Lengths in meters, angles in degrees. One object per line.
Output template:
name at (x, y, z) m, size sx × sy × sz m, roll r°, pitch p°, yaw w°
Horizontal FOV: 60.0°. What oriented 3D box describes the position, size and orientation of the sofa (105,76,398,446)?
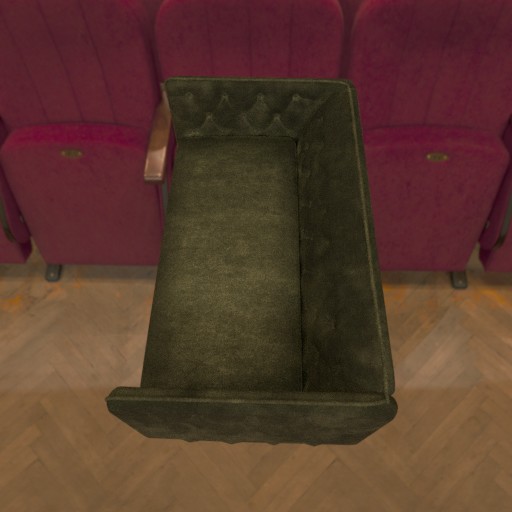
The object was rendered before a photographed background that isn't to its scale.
sofa at (0.000, 0.000, 2.005) m, size 0.895 × 0.768 × 1.537 m, roll 1°, pitch 60°, yaw 1°
